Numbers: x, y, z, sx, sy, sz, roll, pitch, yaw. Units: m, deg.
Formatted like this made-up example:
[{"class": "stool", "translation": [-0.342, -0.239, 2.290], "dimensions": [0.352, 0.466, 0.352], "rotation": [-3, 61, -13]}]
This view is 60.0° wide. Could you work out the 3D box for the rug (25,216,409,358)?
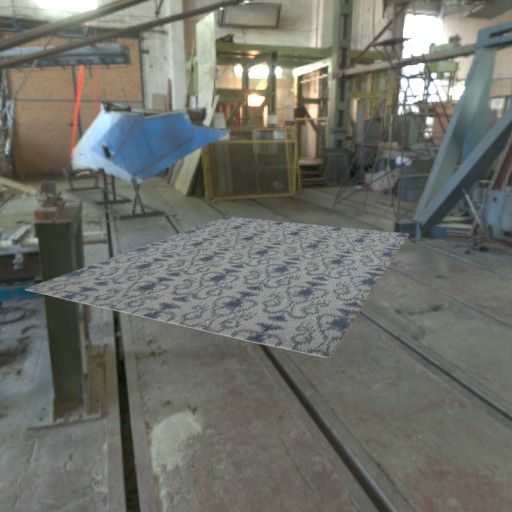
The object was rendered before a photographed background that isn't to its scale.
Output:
[{"class": "rug", "translation": [0.000, 0.000, 4.292], "dimensions": [2.437, 0.015, 3.205], "rotation": [8, 18, 25]}]
